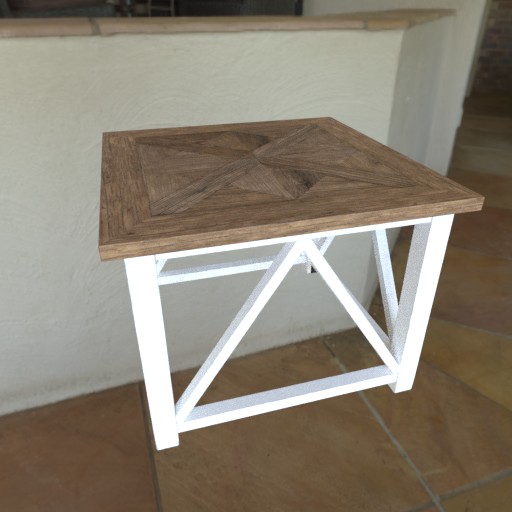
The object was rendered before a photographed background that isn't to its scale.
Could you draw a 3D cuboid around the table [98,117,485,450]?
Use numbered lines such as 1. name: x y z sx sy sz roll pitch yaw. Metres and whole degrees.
1. table: 0.000 0.000 1.178 0.700 0.532 0.700 -8 31 -14
